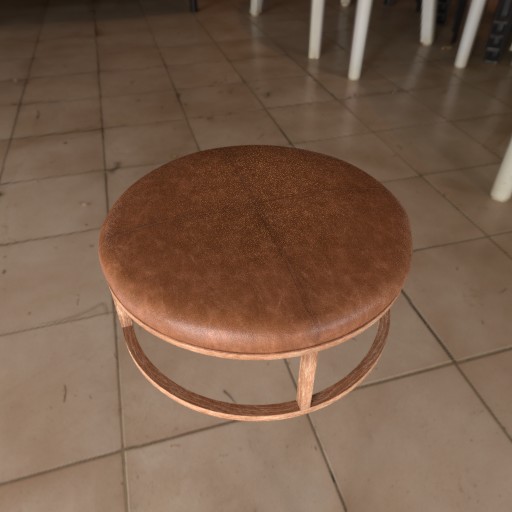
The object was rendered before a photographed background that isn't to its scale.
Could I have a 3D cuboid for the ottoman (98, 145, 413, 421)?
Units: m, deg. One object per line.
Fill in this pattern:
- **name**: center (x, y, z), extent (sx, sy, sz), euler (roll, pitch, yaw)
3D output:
- **ottoman**: center (0.000, 0.000, 1.555), extent (1.006, 0.445, 1.006), euler (0, 41, 0)
